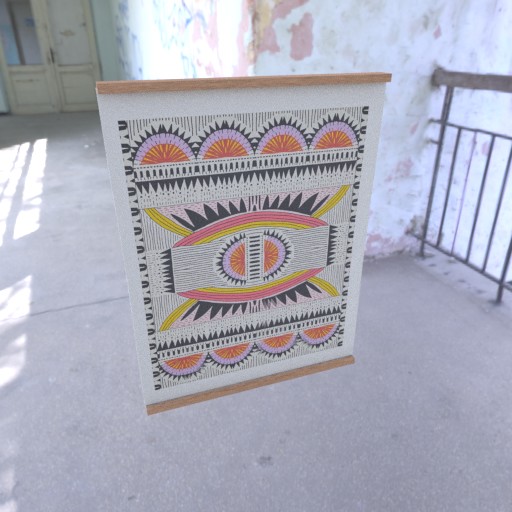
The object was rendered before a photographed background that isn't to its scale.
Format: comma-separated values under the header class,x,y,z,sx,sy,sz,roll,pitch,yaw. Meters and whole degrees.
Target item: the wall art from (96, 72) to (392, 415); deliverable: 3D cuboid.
class,x,y,z,sx,sy,sz,roll,pitch,yaw
wall art,0.000,0.000,0.702,0.403,0.527,0.028,-9,29,-17
